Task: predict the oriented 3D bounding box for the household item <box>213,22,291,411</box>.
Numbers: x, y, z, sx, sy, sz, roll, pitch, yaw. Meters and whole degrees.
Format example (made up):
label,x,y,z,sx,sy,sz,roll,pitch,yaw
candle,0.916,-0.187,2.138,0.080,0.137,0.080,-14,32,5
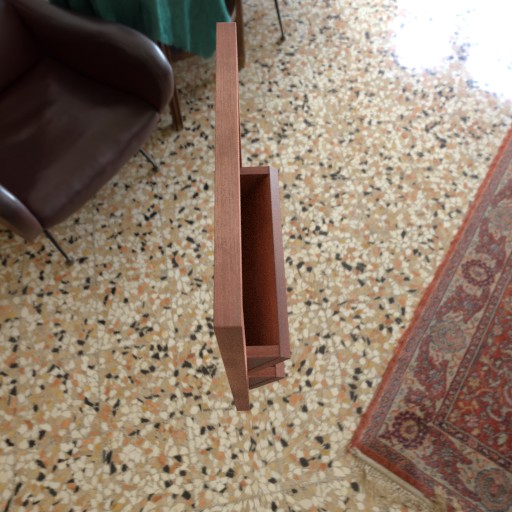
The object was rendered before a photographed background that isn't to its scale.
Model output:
label,x,y,z,sx,sy,sz,roll,pitch,yaw
household item,0.000,0.000,0.546,0.067,0.407,0.310,-2,63,-1
